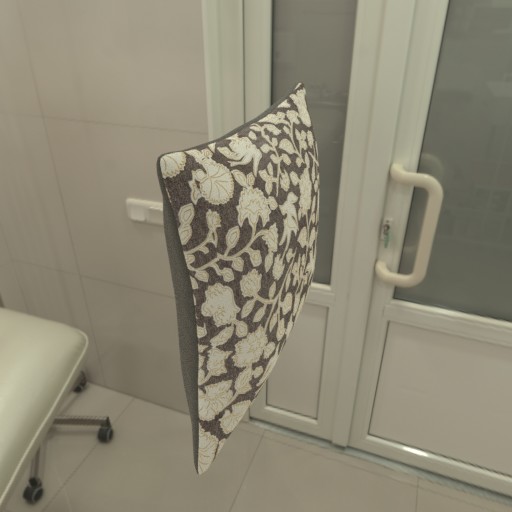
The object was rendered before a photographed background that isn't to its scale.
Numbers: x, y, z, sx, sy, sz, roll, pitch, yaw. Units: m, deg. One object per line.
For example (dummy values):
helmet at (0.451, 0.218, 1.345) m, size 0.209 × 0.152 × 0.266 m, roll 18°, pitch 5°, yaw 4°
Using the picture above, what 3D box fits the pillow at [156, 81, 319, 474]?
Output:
pillow at (0.000, 0.000, 0.778) m, size 0.166 × 0.507 × 0.526 m, roll 11°, pitch 32°, yaw 18°
